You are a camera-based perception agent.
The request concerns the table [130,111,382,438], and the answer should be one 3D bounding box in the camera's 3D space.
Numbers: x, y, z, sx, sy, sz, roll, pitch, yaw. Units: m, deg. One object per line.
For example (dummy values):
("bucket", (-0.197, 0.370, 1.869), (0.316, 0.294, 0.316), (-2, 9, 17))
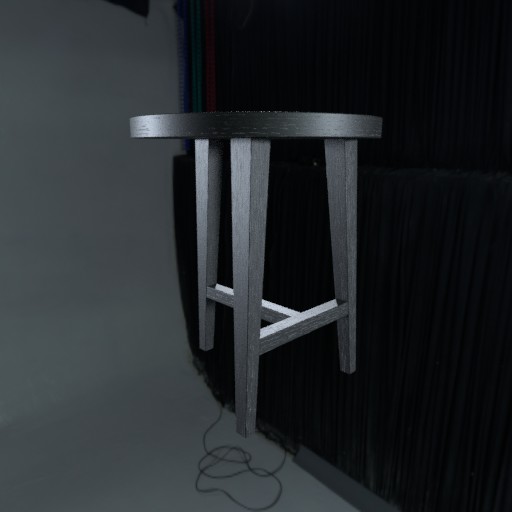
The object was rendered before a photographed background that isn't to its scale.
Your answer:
("table", (0.000, 0.000, 0.782), (0.399, 0.460, 0.399), (0, 14, 0))
